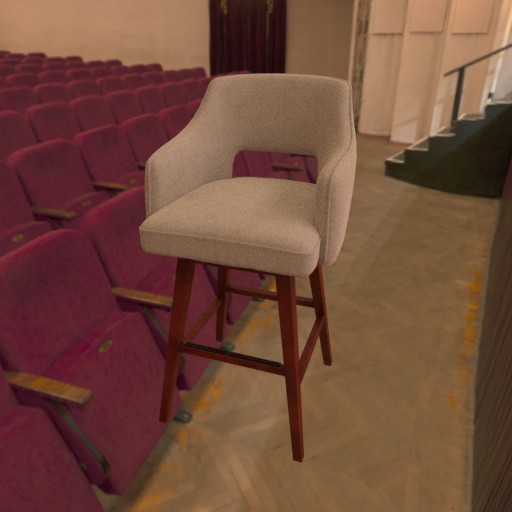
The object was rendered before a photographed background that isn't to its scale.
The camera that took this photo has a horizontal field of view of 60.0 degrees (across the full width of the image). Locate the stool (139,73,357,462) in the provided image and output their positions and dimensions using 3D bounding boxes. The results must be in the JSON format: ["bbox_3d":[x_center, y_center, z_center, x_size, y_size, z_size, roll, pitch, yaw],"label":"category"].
[{"bbox_3d":[0.000,0.000,1.367,0.548,1.012,0.558,9,27,17],"label":"stool"}]
